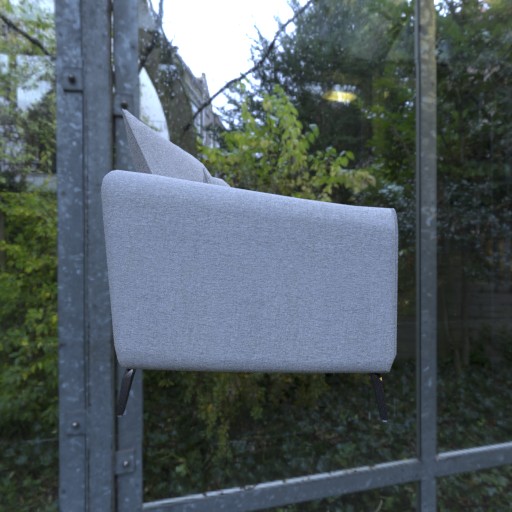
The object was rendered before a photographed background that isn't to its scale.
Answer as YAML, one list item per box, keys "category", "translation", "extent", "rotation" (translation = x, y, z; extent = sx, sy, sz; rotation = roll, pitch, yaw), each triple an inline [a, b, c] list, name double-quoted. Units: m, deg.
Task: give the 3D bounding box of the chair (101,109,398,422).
- category: "chair"
  translation: [0.000, 0.000, 1.628]
  extent: [0.801, 0.856, 1.029]
  rotation: [0, 0, 3]
